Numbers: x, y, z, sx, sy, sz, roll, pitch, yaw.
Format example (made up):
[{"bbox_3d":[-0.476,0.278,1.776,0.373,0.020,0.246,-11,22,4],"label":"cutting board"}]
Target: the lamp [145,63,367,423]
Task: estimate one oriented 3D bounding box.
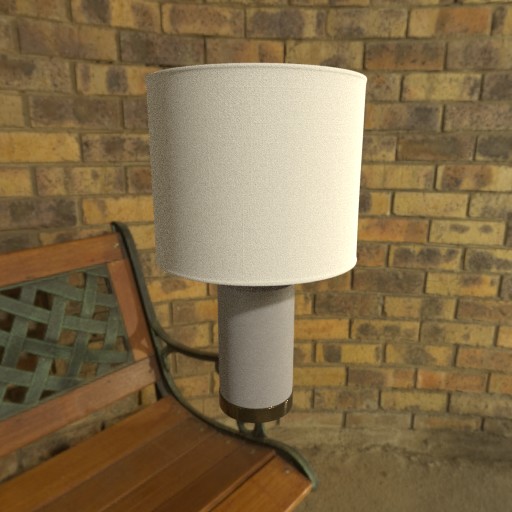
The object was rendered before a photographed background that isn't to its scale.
[{"bbox_3d":[0.000,0.000,0.516,0.229,0.380,0.229,0,14,0],"label":"lamp"}]
